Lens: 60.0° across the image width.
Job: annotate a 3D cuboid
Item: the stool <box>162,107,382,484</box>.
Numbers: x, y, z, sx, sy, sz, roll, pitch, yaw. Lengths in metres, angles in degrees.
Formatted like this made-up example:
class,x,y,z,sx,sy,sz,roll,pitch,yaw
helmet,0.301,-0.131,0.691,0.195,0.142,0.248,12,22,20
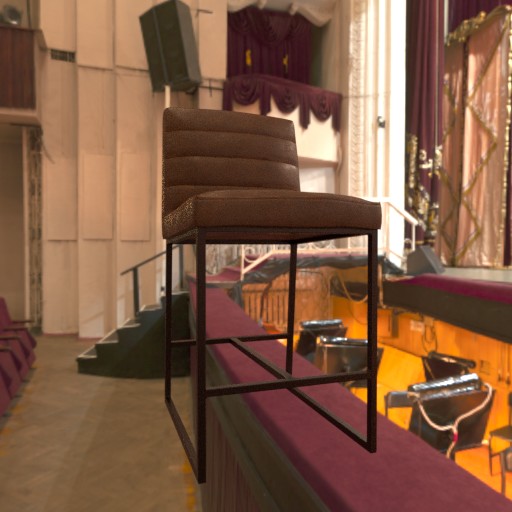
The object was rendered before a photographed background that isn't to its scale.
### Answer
class,x,y,z,sx,sy,sz,roll,pitch,yaw
stool,0.000,0.000,1.235,0.463,0.942,0.562,0,1,-19
